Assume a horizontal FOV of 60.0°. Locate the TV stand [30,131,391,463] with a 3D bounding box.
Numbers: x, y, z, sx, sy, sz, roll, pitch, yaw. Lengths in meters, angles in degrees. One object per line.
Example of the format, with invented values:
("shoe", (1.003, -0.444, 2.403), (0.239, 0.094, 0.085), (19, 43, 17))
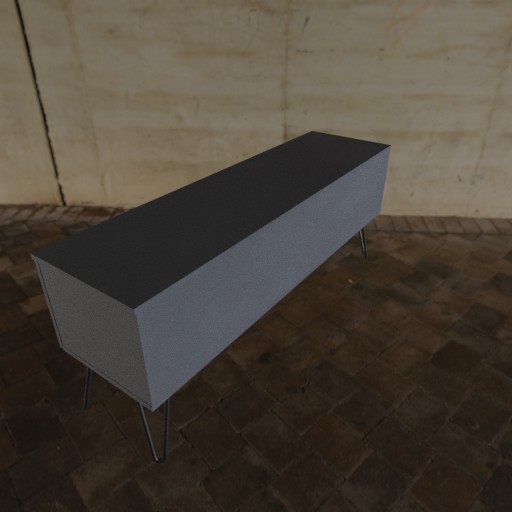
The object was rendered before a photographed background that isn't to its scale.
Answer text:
("TV stand", (0.000, 0.000, 1.639), (0.400, 0.560, 1.400), (20, 36, 30))
